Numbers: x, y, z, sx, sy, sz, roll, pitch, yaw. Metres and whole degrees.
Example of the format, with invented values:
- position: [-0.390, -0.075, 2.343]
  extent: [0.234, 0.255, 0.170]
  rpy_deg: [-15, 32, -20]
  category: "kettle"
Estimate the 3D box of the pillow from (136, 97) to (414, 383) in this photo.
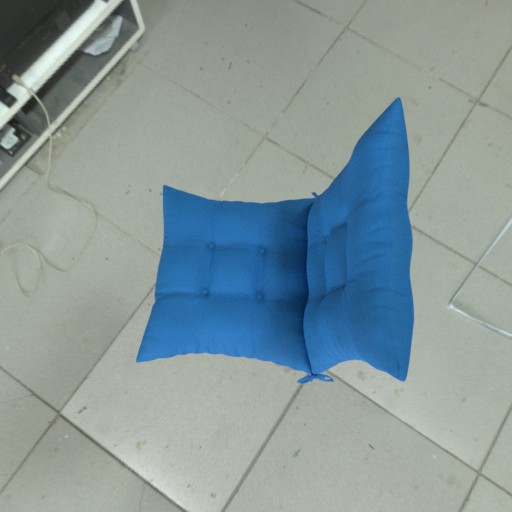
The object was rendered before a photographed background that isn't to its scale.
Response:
- position: [0.000, 0.000, 1.003]
  extent: [0.585, 0.536, 0.541]
  rpy_deg: [4, 75, 1]
  category: "pillow"
